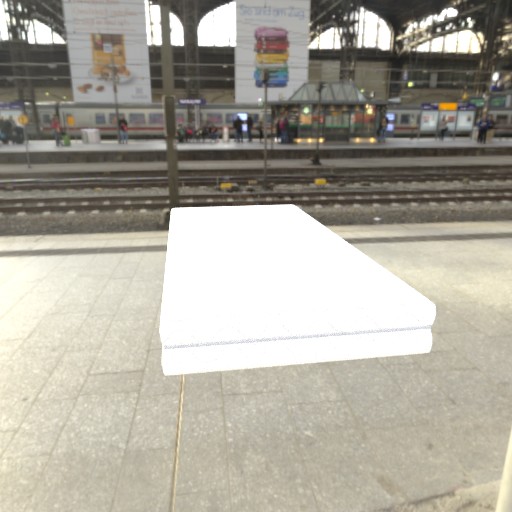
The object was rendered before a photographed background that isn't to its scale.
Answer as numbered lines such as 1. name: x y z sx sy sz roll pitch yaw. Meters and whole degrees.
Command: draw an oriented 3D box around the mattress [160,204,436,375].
1. mattress: 0.000 0.000 2.309 0.900 0.200 1.900 -3 17 -9
